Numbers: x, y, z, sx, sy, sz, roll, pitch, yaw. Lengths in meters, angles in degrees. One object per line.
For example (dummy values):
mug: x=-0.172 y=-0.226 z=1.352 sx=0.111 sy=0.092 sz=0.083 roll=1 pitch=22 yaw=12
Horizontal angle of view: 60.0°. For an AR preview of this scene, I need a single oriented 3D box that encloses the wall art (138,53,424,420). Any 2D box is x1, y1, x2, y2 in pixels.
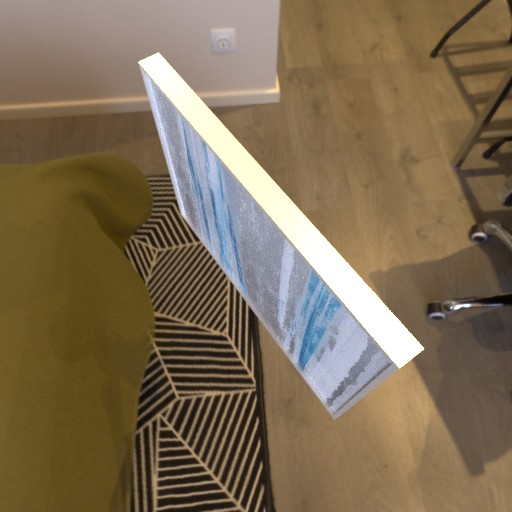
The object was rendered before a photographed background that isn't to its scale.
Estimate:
wall art: x=0.000 y=0.000 z=1.423 sx=0.066 sy=0.801 sz=1.056 roll=-32 pitch=67 yaw=-15
